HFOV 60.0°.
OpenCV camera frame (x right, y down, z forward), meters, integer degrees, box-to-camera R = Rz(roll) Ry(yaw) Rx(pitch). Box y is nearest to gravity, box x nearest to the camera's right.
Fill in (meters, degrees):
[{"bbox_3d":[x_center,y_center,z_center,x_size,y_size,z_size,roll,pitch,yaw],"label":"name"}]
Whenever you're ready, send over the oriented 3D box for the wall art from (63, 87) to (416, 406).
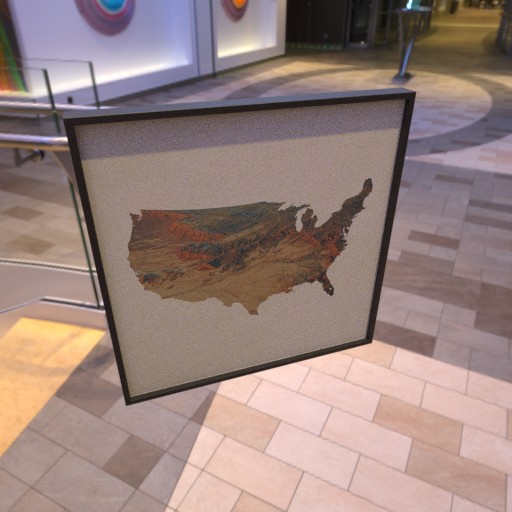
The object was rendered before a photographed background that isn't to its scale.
[{"bbox_3d":[0.000,0.000,0.751,0.507,0.507,0.038,-10,32,-16],"label":"wall art"}]
